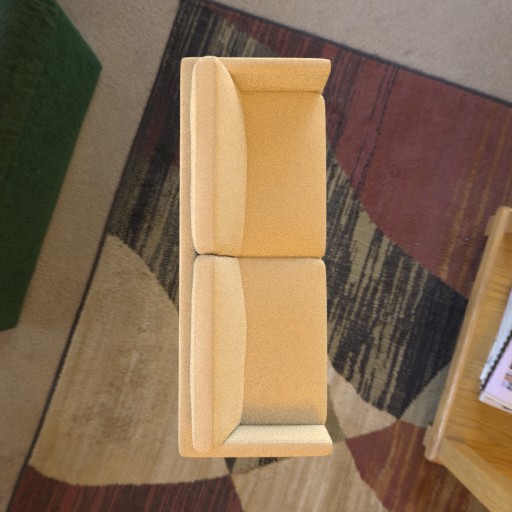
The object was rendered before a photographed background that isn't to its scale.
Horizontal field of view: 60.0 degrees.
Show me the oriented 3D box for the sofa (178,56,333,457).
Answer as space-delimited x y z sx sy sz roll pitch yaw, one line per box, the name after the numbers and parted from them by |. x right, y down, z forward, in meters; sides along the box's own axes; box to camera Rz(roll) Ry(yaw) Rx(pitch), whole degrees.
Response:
0.000 0.000 2.945 0.948 0.965 2.434 0 88 -1 | sofa
